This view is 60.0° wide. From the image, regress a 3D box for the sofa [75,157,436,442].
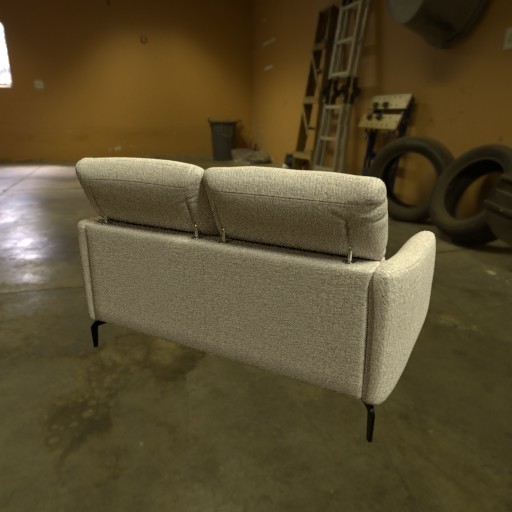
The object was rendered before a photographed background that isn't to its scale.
[{"bbox_3d":[0.000,0.000,2.121,1.540,0.950,0.905,10,20,28],"label":"sofa"}]
